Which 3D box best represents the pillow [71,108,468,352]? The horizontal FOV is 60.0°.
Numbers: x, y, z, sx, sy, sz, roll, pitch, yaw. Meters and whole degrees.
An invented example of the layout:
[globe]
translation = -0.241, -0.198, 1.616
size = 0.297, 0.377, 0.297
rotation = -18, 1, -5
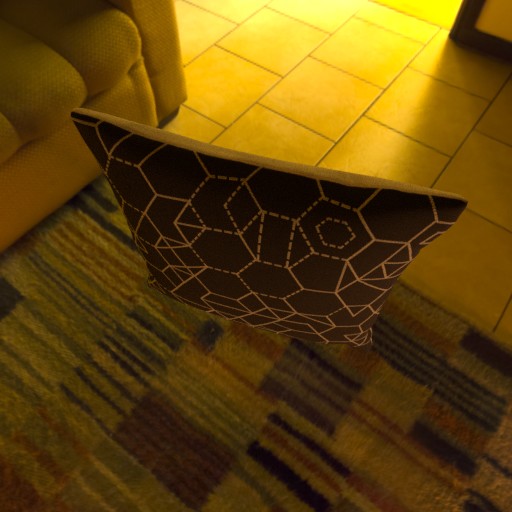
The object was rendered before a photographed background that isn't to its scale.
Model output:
[pillow]
translation = 0.000, 0.000, 0.768
size = 0.517, 0.508, 0.158
rotation = 15, 60, 9
